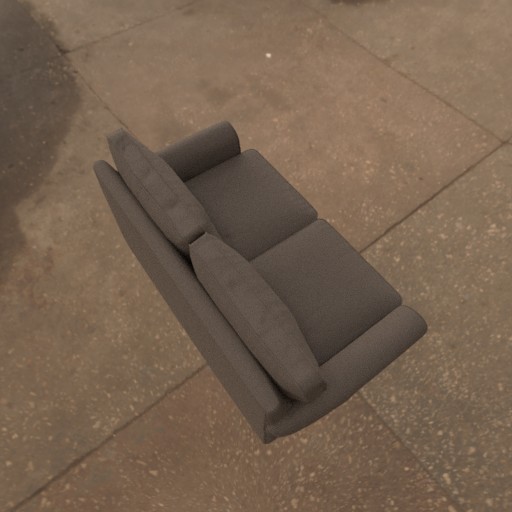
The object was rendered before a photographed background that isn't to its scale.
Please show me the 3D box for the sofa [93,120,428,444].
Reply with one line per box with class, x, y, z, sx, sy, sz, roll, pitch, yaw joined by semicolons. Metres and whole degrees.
sofa;0.000;0.000;2.300;0.964;0.937;1.665;-32;64;-18
